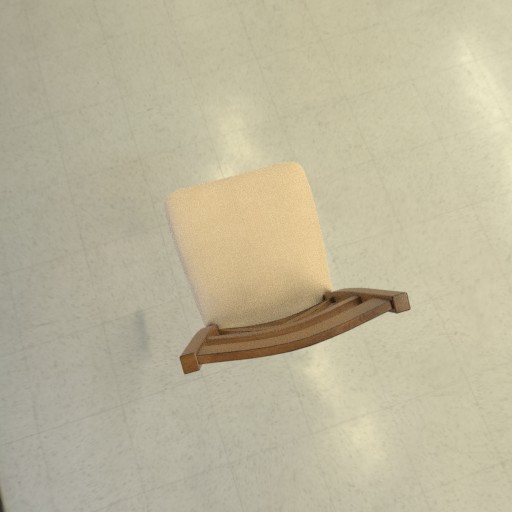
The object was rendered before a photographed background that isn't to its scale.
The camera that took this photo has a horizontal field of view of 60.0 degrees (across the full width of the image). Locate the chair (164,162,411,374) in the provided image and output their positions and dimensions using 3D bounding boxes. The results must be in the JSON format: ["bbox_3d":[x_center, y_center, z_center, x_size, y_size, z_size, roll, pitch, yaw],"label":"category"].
[{"bbox_3d":[0.000,0.000,1.279,0.461,0.949,0.581,-15,76,-4],"label":"chair"}]
